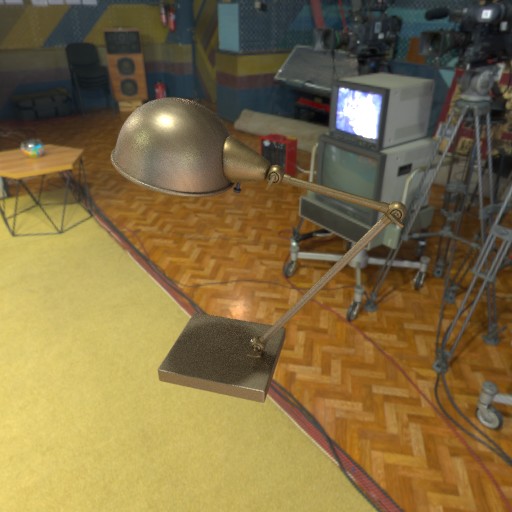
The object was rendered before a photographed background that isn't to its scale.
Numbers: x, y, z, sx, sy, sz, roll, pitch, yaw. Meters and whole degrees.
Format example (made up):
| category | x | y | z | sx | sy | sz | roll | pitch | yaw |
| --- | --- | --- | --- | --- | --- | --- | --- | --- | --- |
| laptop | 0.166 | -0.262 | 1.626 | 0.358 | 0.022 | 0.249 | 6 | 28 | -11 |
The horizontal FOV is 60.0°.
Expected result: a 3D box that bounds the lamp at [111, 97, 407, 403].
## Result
| category | x | y | z | sx | sy | sz | roll | pitch | yaw |
| --- | --- | --- | --- | --- | --- | --- | --- | --- | --- |
| lamp | 0.000 | 0.000 | 0.559 | 0.339 | 0.371 | 0.149 | 8 | 31 | 13 |
